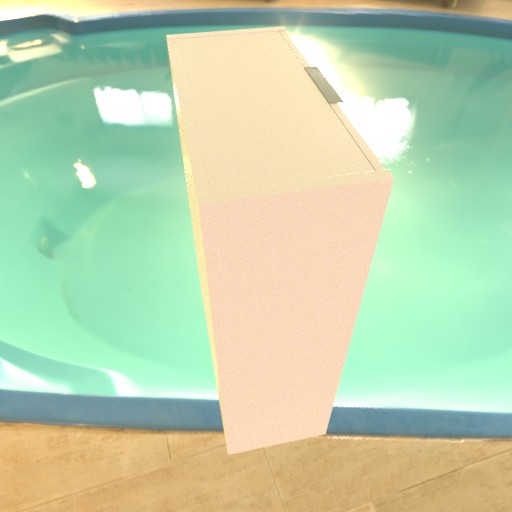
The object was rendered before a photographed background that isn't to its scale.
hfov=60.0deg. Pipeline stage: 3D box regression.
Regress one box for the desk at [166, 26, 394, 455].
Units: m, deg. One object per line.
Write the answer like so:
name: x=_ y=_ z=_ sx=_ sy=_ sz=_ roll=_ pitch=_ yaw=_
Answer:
desk: x=0.000 y=0.000 z=1.535 sx=0.390 sy=1.190 sz=0.850 roll=-9 pitch=46 yaw=-8
